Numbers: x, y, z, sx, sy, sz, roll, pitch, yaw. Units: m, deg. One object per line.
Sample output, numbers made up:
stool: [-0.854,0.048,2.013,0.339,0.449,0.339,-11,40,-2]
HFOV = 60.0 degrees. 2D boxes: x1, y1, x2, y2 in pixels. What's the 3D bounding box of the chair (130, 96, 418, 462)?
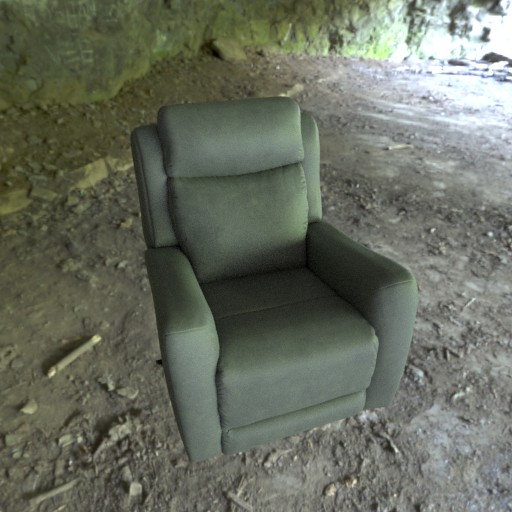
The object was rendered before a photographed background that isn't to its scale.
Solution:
chair: [0.000,0.000,1.901,0.967,1.116,1.068,-10,33,-15]
